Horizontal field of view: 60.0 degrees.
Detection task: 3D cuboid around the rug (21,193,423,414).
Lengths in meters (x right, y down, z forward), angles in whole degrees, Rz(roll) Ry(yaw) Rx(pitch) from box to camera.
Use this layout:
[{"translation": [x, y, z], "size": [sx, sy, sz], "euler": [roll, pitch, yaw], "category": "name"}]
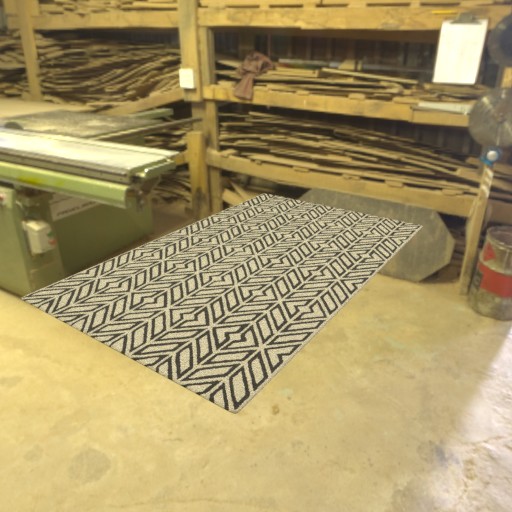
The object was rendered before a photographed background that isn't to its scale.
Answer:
[{"translation": [0.000, 0.000, 2.990], "size": [1.523, 0.008, 2.438], "euler": [17, 30, 31], "category": "rug"}]
